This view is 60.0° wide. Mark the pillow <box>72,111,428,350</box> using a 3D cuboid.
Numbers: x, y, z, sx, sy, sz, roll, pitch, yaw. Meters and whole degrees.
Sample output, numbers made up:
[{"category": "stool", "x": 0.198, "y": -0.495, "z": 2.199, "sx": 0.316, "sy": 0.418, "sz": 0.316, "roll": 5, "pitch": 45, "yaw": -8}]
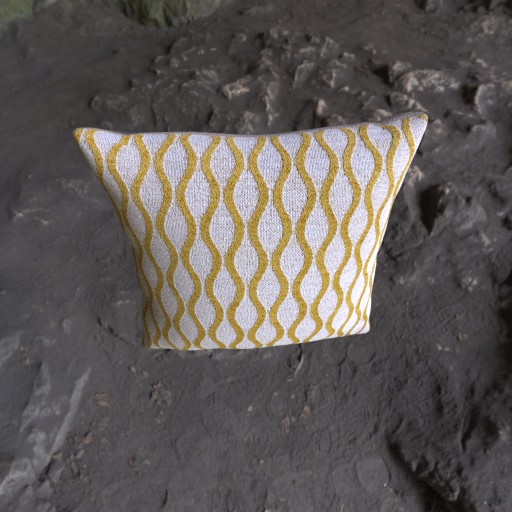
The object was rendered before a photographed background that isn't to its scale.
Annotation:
[{"category": "pillow", "x": 0.000, "y": 0.000, "z": 0.672, "sx": 0.429, "sy": 0.436, "sz": 0.159, "roll": -4, "pitch": 44, "yaw": -4}]
